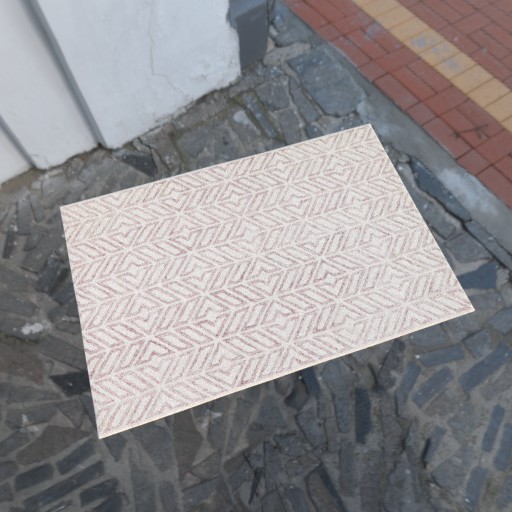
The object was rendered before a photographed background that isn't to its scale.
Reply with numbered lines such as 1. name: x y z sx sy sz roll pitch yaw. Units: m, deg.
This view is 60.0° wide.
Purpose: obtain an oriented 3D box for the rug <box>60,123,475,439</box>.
1. rug: 0.000 0.000 2.267 1.828 0.007 1.220 -17 66 -8
